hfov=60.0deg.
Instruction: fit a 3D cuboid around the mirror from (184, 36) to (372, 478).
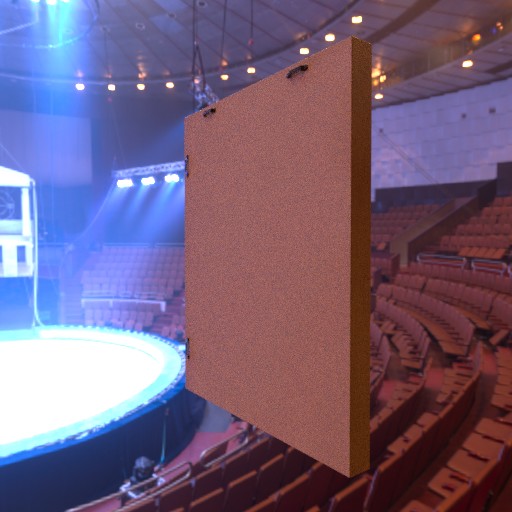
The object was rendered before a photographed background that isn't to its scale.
[{"bbox_3d":[0.000,0.000,0.680,0.041,0.509,0.406,-1,2,-37],"label":"mirror"}]
